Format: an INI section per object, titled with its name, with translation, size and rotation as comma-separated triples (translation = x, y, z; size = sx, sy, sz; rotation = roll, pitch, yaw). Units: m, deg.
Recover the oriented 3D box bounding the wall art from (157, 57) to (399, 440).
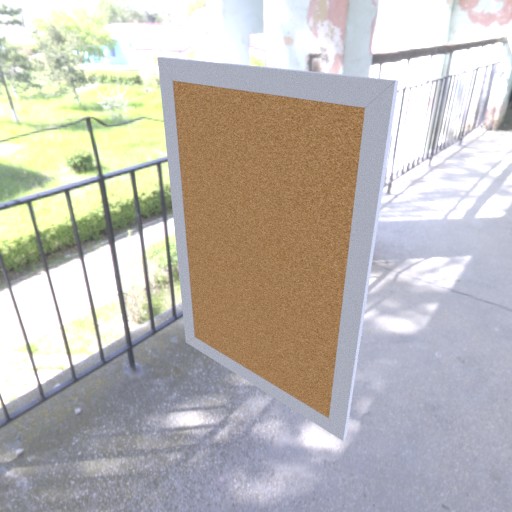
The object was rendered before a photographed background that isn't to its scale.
[wall art]
translation = 0.000, 0.000, 0.833
size = 0.454, 0.659, 0.011
rotation = 22, 36, 34
